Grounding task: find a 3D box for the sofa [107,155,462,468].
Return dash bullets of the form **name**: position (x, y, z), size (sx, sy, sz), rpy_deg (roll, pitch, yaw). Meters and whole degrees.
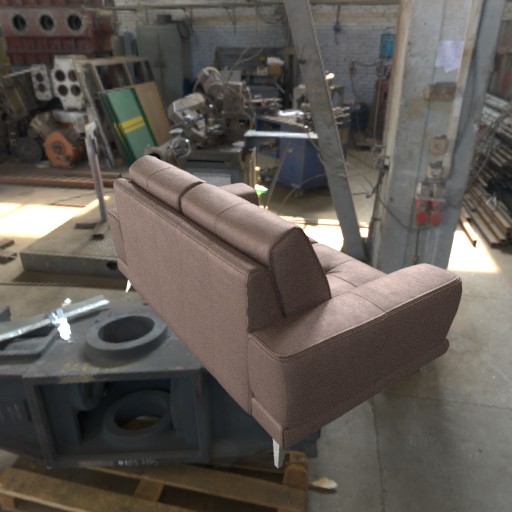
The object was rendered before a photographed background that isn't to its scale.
- **sofa**: position (0.000, 0.000, 2.349), size (1.018, 0.907, 1.806), rpy_deg (-17, 31, -31)
